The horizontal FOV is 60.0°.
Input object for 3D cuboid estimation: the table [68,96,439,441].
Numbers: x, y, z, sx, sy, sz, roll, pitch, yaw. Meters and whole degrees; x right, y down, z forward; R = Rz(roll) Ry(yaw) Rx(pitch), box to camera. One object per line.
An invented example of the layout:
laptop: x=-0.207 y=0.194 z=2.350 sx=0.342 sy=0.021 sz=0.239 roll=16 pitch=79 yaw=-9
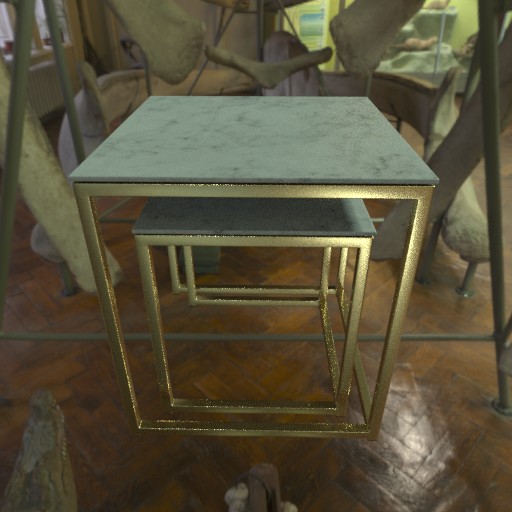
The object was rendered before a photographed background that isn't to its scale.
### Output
table: x=0.000 y=0.000 z=0.858 sx=0.450 sy=0.500 sz=0.450 roll=1 pitch=32 yaw=1
